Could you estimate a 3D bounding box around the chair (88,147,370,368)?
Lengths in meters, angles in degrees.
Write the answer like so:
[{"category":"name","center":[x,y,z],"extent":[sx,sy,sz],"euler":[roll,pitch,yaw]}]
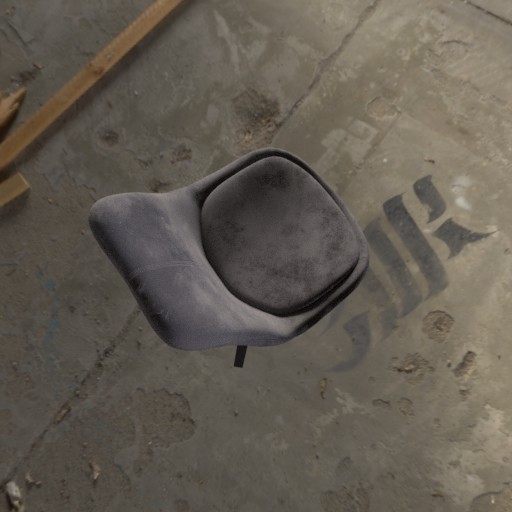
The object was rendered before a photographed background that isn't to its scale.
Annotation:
[{"category":"chair","center":[0.000,0.000,1.186],"extent":[0.550,0.850,0.476],"euler":[-34,77,-9]}]
